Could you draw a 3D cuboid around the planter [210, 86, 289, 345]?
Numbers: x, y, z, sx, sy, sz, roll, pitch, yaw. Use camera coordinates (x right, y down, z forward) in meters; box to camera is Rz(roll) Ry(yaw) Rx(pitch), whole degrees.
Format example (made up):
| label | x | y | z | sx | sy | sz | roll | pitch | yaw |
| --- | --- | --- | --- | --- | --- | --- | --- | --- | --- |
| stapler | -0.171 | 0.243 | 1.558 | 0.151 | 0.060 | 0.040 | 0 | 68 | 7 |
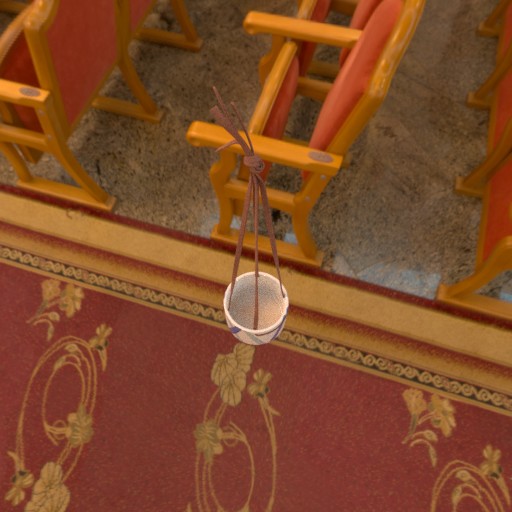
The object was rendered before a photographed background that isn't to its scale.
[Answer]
| label | x | y | z | sx | sy | sz | roll | pitch | yaw |
| --- | --- | --- | --- | --- | --- | --- | --- | --- | --- |
| planter | 0.000 | 0.000 | 0.822 | 0.157 | 0.753 | 0.153 | 16 | 65 | 8 |
